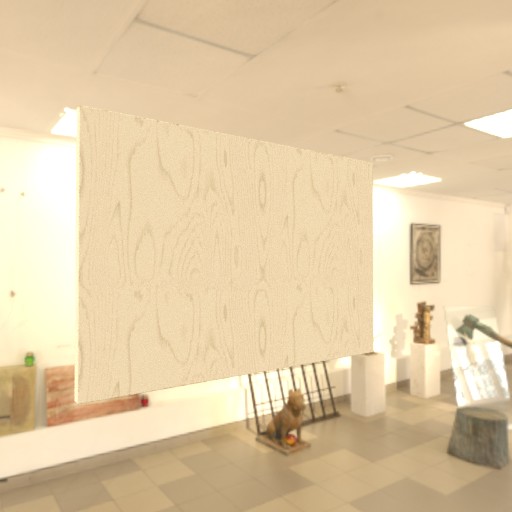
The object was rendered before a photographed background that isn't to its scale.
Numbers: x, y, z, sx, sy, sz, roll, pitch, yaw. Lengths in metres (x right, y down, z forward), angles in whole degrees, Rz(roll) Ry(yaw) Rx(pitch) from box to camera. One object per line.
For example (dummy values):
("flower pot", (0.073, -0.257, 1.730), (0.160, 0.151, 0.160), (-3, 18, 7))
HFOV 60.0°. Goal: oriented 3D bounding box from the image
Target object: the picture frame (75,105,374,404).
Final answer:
("picture frame", (0.000, 0.000, 1.235), (0.950, 0.640, 0.029), (1, -1, -35))
